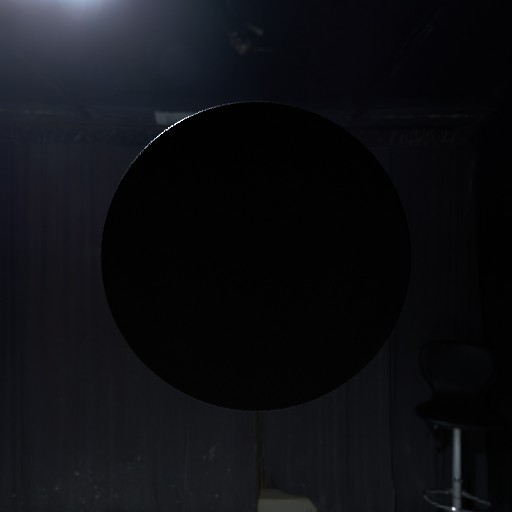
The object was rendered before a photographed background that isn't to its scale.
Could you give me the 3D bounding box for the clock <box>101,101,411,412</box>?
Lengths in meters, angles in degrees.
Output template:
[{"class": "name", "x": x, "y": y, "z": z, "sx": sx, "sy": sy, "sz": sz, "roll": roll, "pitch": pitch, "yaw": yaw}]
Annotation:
[{"class": "clock", "x": 0.000, "y": 0.000, "z": 0.466, "sx": 0.314, "sy": 0.314, "sz": 0.040, "roll": 0, "pitch": -1, "yaw": 0}]
